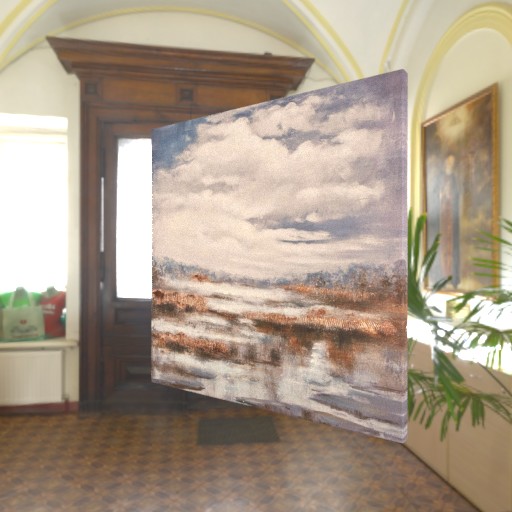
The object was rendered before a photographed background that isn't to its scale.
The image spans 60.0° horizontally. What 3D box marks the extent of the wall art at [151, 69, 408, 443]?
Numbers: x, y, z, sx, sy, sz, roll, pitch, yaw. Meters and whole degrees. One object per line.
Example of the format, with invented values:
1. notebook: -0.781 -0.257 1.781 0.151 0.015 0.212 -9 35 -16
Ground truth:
1. wall art: 0.000 0.000 1.511 1.010 1.020 0.040 0 0 35
